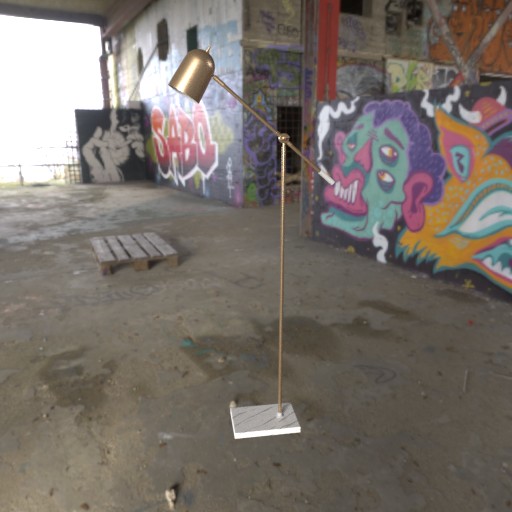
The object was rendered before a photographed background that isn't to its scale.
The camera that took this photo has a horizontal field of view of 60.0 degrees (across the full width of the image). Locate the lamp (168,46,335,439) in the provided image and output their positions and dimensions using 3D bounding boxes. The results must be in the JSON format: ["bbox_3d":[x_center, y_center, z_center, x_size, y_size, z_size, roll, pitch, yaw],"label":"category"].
[{"bbox_3d":[0.000,0.000,1.843,0.653,1.594,0.194,-2,15,-9],"label":"lamp"}]
